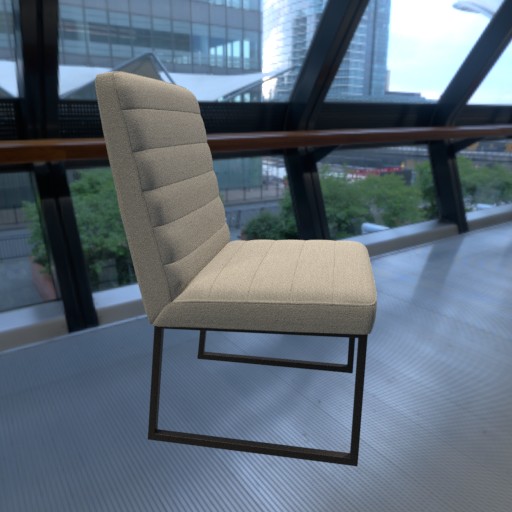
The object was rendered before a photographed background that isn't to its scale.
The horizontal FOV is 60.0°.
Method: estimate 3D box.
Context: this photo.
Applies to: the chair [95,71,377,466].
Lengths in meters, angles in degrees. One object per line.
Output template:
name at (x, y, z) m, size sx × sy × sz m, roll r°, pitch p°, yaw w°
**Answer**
chair at (0.000, 0.000, 1.244) m, size 0.634 × 0.930 × 0.520 m, roll 3°, pitch 16°, yaw 10°
